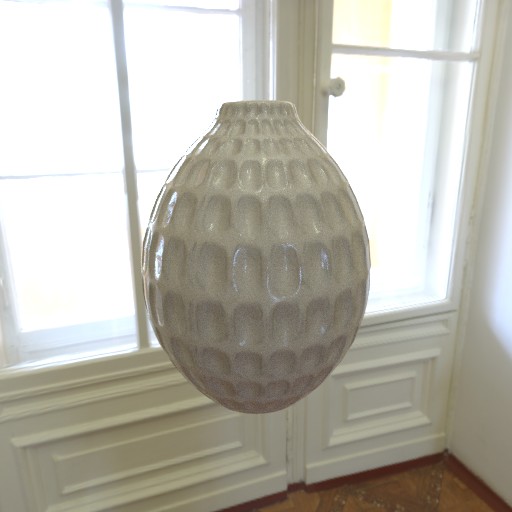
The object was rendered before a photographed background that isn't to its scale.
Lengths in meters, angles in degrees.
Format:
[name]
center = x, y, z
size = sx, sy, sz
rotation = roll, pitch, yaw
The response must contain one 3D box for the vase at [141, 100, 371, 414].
[vase]
center = 0.000, 0.000, 0.253
size = 0.128, 0.167, 0.128
rotation = 0, 17, 0
